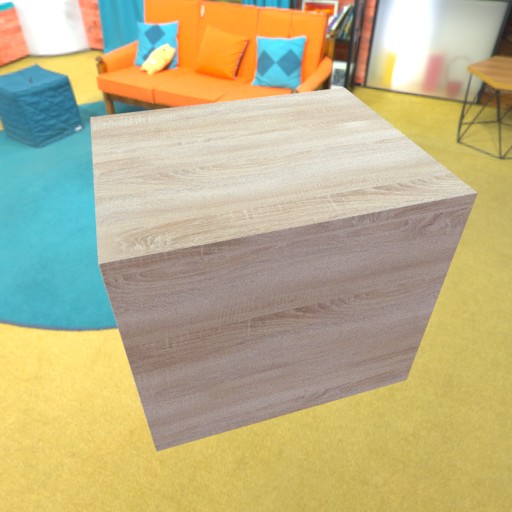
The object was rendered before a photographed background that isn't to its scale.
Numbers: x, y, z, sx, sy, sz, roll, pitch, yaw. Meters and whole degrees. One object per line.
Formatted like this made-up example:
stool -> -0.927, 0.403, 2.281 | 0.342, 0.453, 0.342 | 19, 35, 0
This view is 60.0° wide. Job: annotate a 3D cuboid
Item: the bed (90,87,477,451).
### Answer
bed -> 0.000, 0.000, 0.786 | 0.460, 0.420, 0.401 | -11, 42, -13
